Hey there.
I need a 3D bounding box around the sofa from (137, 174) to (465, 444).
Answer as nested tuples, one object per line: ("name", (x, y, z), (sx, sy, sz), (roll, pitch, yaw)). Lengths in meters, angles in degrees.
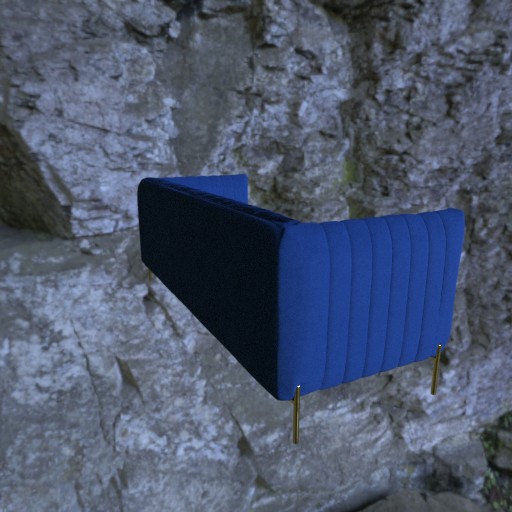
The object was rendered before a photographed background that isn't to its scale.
("sofa", (0.000, 0.000, 2.548), (0.896, 0.793, 2.136), (-7, 17, -26))
